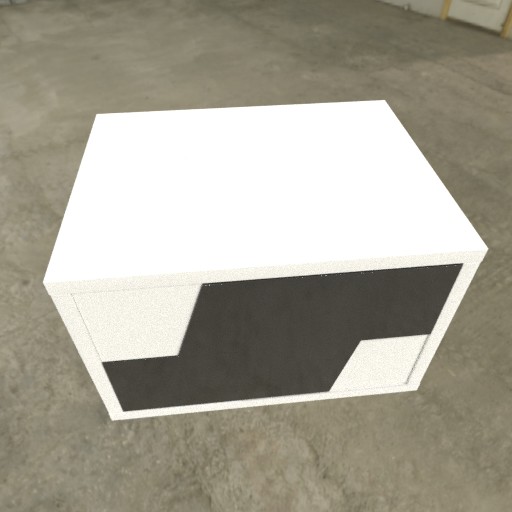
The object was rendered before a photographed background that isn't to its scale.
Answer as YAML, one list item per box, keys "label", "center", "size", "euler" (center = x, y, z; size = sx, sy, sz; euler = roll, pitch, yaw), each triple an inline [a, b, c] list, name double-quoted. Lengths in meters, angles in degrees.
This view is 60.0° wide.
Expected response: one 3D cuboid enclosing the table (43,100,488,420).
- label: "table"
  center: [0.000, 0.000, 0.775]
  size: [0.517, 0.357, 0.399]
  euler: [-4, 45, -4]
